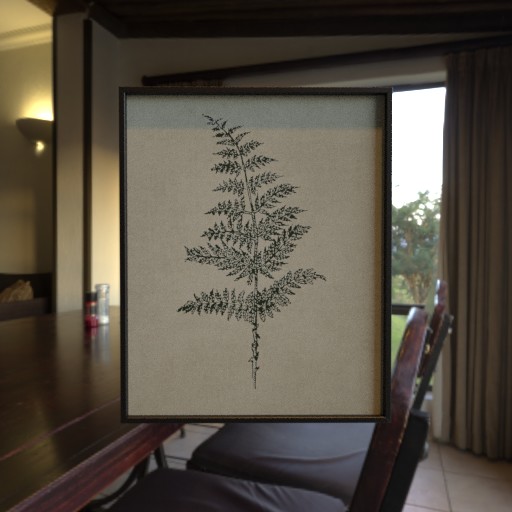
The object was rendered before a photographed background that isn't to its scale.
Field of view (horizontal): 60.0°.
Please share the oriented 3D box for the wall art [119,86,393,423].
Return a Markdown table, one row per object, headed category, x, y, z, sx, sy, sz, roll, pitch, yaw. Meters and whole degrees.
| category | x | y | z | sx | sy | sz | roll | pitch | yaw |
| --- | --- | --- | --- | --- | --- | --- | --- | --- | --- |
| wall art | 0.000 | 0.000 | 0.749 | 0.449 | 0.555 | 0.039 | 0 | 1 | 0 |
